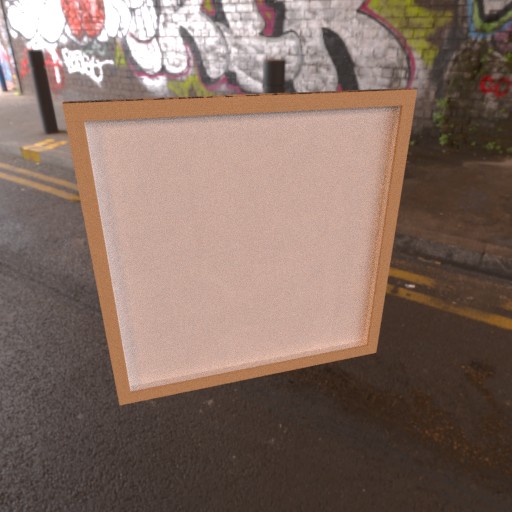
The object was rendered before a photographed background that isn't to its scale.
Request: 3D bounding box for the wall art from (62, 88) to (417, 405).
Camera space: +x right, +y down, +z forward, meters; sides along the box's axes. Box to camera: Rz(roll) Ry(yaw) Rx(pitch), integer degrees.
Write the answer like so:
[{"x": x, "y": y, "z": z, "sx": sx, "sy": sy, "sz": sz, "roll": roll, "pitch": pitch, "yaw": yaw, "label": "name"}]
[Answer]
[{"x": 0.000, "y": 0.000, "z": 1.325, "sx": 0.914, "sy": 0.914, "sz": 0.038, "roll": -8, "pitch": 28, "yaw": -15, "label": "wall art"}]
